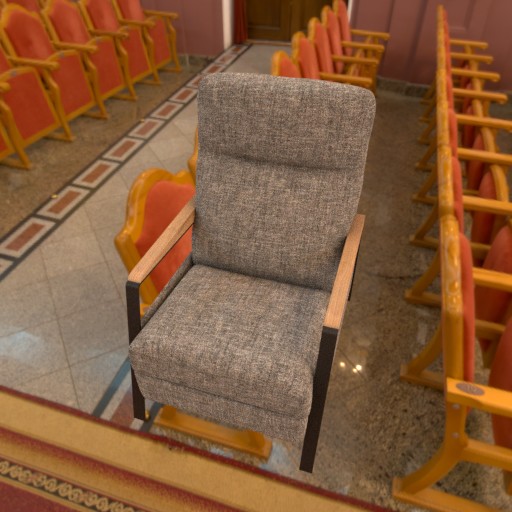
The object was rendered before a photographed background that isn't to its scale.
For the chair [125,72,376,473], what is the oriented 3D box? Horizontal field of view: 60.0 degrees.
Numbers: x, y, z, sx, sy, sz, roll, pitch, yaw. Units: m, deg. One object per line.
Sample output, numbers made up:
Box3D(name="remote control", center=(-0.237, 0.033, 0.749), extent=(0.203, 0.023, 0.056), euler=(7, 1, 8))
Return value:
Box3D(name="chair", center=(0.000, 0.000, 1.557), extent=(0.671, 1.042, 0.868), euler=(11, 40, 14))
